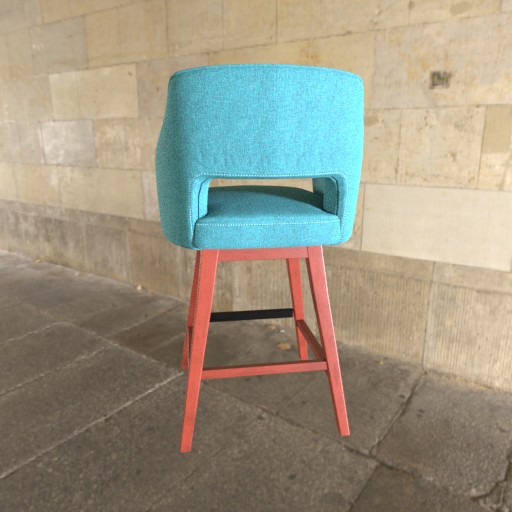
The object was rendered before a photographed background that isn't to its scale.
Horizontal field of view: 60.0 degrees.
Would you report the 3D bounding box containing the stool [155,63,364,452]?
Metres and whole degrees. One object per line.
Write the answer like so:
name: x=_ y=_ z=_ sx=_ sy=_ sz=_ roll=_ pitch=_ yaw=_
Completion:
stool: x=0.000 y=0.000 z=1.293 sx=0.548 sy=0.961 sz=0.556 roll=-2 pitch=15 yaw=-8
